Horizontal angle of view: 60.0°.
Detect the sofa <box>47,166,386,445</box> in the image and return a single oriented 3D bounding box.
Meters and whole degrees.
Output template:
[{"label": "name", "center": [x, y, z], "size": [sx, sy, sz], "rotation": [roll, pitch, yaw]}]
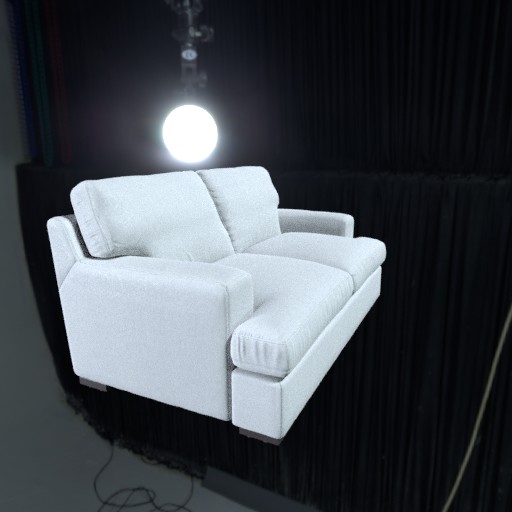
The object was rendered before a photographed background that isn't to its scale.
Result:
[{"label": "sofa", "center": [0.000, 0.000, 2.511], "size": [1.143, 0.940, 1.880], "rotation": [7, 15, 25]}]
